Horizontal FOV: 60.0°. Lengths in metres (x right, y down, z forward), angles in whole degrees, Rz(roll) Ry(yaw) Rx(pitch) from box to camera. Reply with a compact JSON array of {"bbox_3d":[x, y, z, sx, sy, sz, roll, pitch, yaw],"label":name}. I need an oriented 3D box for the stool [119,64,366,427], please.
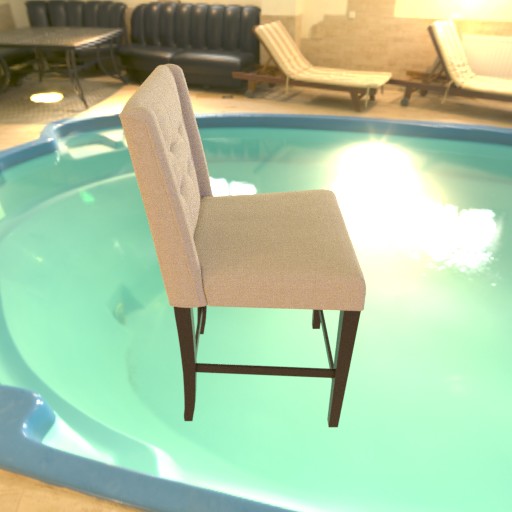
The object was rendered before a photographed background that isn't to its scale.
[{"bbox_3d":[0.000,0.000,1.241,0.509,0.939,0.474,0,34,0],"label":"stool"}]
